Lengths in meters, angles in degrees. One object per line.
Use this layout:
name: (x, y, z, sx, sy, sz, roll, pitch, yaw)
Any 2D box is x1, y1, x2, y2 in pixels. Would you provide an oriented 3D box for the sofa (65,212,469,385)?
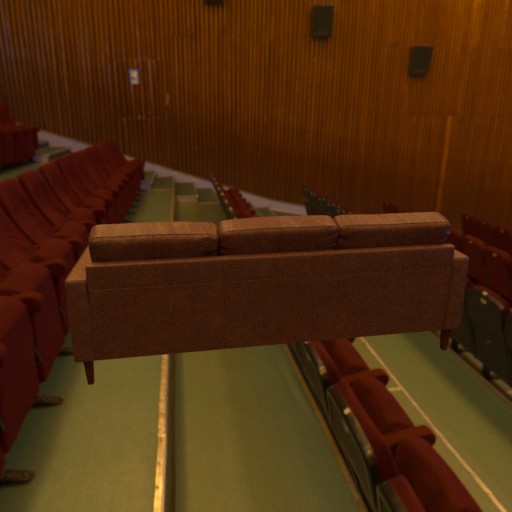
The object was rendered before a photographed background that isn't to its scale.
sofa: (0.000, 0.000, 3.094, 2.185, 0.841, 1.613, -3, 18, -10)
